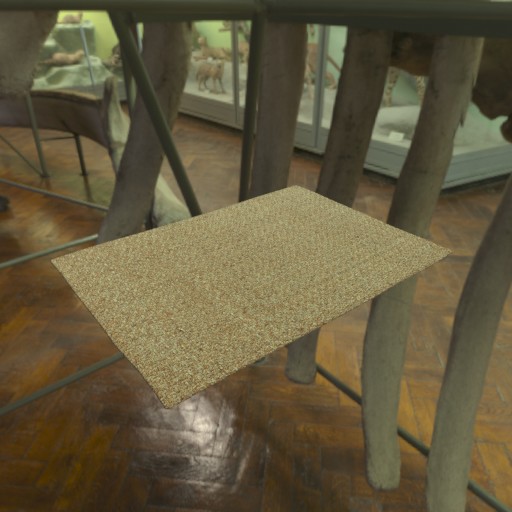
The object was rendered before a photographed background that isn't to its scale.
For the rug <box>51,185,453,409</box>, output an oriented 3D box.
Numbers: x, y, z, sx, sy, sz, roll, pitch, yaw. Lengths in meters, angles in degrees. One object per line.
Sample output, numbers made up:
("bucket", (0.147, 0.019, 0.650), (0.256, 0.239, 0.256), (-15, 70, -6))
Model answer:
("rug", (0.000, 0.000, 2.888), (2.141, 0.013, 1.566), (-22, 37, -33))
